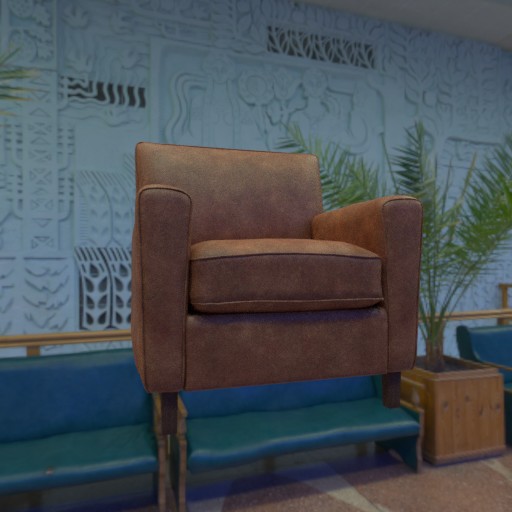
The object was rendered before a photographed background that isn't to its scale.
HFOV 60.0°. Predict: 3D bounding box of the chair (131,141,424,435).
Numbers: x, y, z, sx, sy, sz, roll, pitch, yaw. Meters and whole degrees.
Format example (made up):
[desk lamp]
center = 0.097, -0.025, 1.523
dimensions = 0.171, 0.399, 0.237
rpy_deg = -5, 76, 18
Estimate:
[chair]
center = 0.000, 0.000, 1.609
dimensions = 0.870, 0.943, 0.823
rpy_deg = 0, 0, -17
